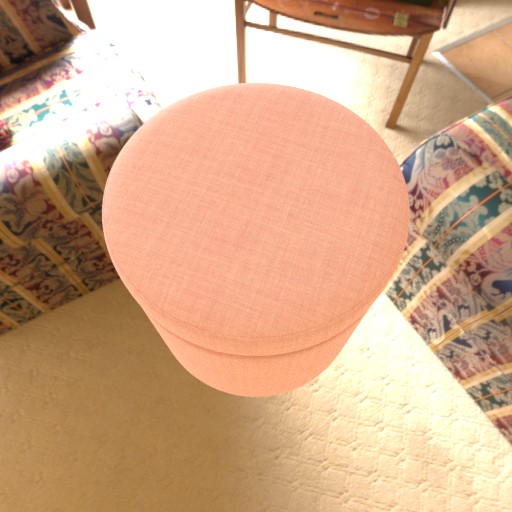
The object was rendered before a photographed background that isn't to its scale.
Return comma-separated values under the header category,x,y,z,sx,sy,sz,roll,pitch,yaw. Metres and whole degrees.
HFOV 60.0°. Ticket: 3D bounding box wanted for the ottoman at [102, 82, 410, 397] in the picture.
category,x,y,z,sx,sy,sz,roll,pitch,yaw
ottoman,0.000,0.000,0.738,0.400,0.406,0.400,0,63,0
